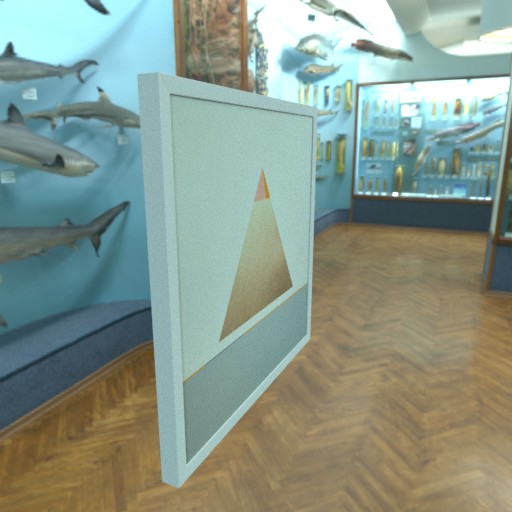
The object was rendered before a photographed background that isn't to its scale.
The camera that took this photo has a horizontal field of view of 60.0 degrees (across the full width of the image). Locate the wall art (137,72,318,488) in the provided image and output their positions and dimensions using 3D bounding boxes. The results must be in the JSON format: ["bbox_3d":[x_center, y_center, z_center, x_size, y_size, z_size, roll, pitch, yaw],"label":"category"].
[{"bbox_3d":[0.000,0.000,1.120,0.041,0.765,0.768,7,16,25],"label":"wall art"}]
